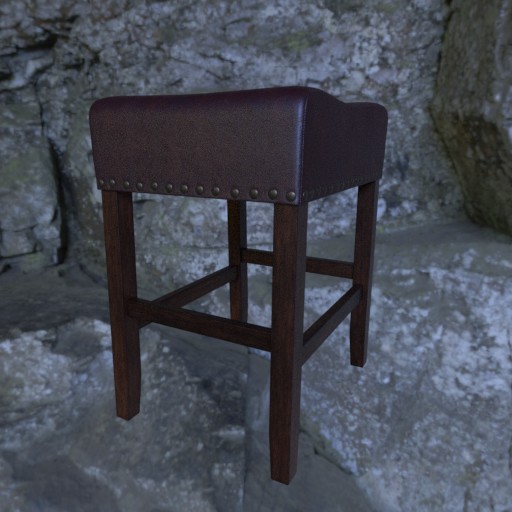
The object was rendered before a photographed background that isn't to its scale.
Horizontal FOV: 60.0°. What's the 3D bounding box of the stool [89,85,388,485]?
[{"bbox_3d":[0.000,0.000,0.913,0.397,0.608,0.465,8,17,28],"label":"stool"}]
